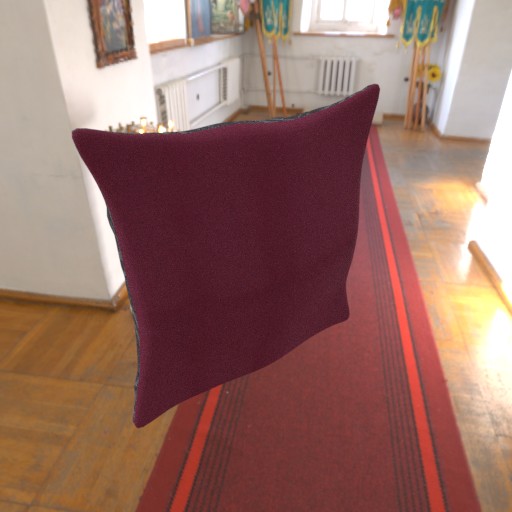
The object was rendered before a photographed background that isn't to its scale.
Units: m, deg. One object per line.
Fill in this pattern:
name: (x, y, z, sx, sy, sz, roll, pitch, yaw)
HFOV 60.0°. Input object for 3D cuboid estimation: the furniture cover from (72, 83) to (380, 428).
furniture cover: (0.000, 0.000, 0.760, 0.514, 0.513, 0.163, -20, 37, -30)
